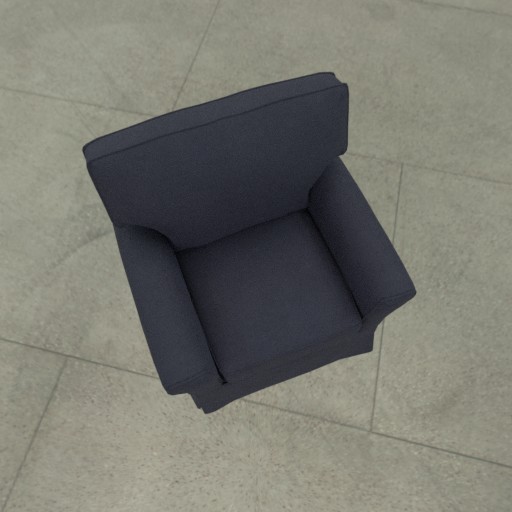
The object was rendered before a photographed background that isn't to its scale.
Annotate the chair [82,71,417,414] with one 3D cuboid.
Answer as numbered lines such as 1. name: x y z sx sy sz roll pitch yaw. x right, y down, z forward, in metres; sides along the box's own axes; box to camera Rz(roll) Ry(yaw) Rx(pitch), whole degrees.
1. chair: 0.000 0.000 1.977 1.119 1.140 1.002 -20 66 -9
